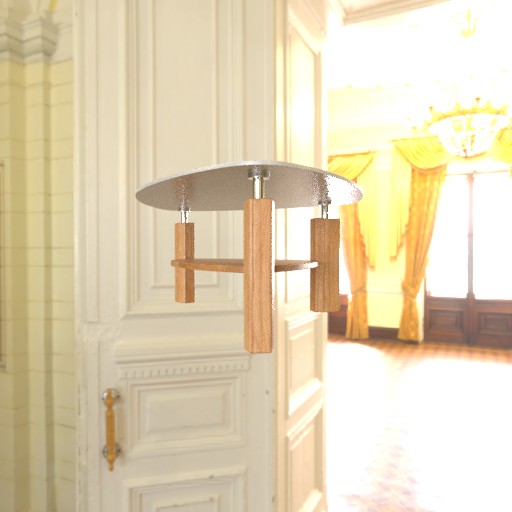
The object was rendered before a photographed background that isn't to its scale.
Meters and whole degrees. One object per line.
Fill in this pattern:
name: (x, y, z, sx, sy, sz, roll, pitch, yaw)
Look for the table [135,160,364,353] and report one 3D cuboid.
table: (0.000, 0.000, 1.623, 0.850, 0.440, 1.250, 0, 1, -19)
